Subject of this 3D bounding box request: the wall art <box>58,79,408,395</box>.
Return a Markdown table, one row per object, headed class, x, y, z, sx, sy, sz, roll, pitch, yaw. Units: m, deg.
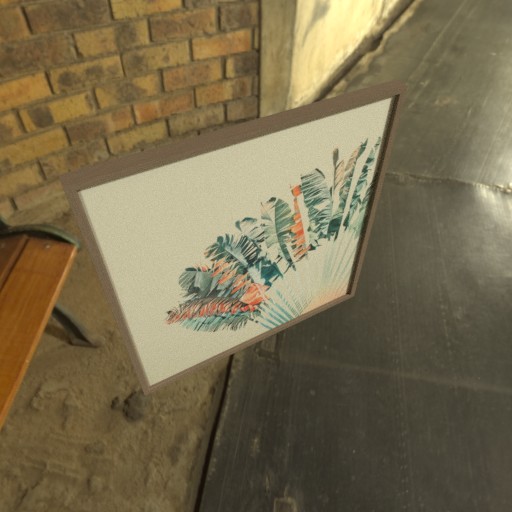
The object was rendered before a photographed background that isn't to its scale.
| class | x | y | z | sx | sy | sz | roll | pitch | yaw |
| --- | --- | --- | --- | --- | --- | --- | --- | --- | --- |
| wall art | 0.000 | 0.000 | 1.157 | 0.761 | 0.758 | 0.038 | -22 | 50 | -20 |
